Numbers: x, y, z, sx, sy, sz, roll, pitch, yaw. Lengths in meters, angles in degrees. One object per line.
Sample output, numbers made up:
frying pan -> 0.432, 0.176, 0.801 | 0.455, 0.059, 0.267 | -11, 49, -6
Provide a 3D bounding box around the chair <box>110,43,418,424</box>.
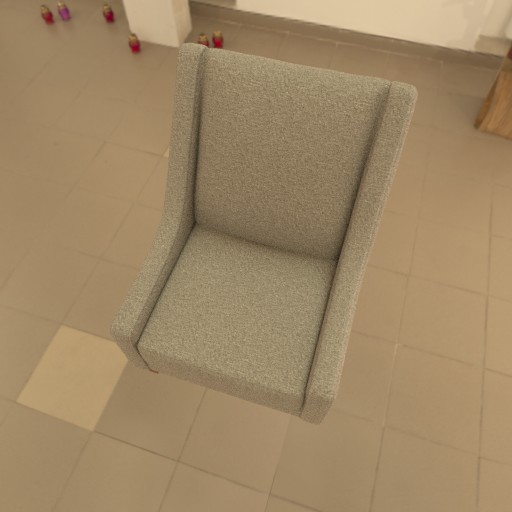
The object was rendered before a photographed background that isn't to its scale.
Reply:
chair -> 0.000, 0.000, 1.575 | 0.774, 1.016, 0.870 | 15, 59, 9
